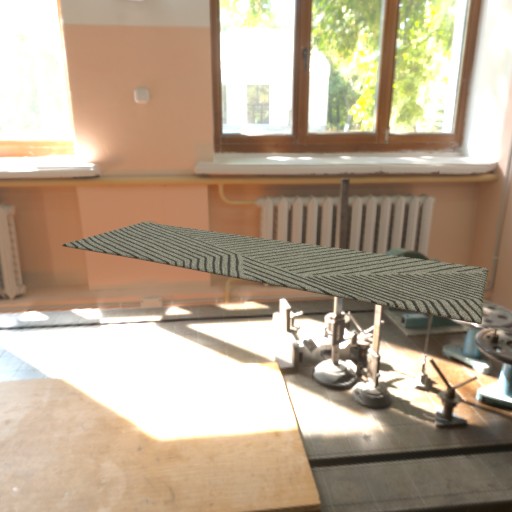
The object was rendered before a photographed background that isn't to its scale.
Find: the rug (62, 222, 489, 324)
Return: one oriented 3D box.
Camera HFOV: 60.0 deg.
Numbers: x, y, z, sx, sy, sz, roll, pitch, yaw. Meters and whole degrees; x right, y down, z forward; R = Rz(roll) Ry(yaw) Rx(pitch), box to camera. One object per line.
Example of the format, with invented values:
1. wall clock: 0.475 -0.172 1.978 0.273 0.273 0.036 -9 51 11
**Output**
1. rug: 0.000 0.000 2.623 2.439 0.020 0.773 9 19 27
